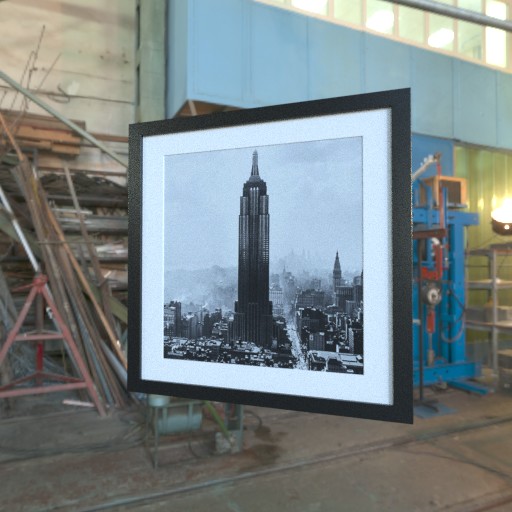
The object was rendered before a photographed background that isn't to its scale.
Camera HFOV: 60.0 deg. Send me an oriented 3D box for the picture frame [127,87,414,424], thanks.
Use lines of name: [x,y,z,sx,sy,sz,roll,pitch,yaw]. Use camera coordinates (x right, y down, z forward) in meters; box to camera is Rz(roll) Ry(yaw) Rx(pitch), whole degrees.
picture frame: [0.000,0.000,0.841,0.559,0.557,0.029,0,-1,20]
